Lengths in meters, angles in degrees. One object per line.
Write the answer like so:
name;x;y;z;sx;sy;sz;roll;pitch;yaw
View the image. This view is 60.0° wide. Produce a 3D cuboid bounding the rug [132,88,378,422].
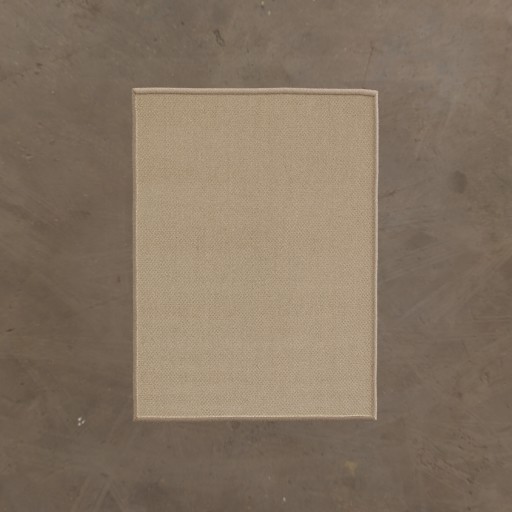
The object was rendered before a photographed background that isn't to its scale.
rug;0.000;0.000;2.755;1.525;0.020;2.081;0;91;-1
